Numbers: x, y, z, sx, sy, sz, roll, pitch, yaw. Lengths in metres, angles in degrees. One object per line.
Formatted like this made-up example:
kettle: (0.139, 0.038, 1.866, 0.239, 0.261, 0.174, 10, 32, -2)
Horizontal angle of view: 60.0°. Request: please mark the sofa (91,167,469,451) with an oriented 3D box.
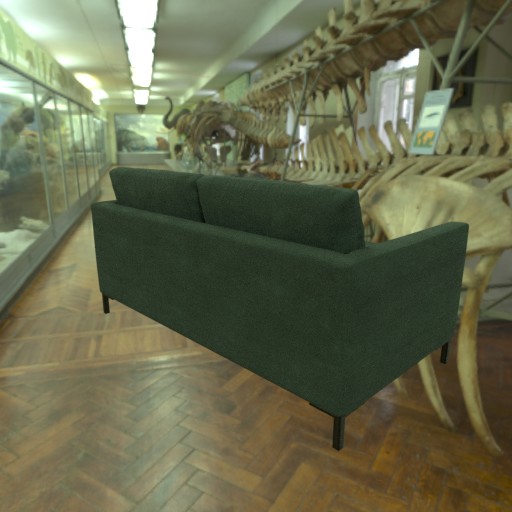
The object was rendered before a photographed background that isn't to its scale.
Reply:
sofa: (0.000, 0.000, 2.138, 0.875, 0.817, 1.676, -14, 21, -43)
